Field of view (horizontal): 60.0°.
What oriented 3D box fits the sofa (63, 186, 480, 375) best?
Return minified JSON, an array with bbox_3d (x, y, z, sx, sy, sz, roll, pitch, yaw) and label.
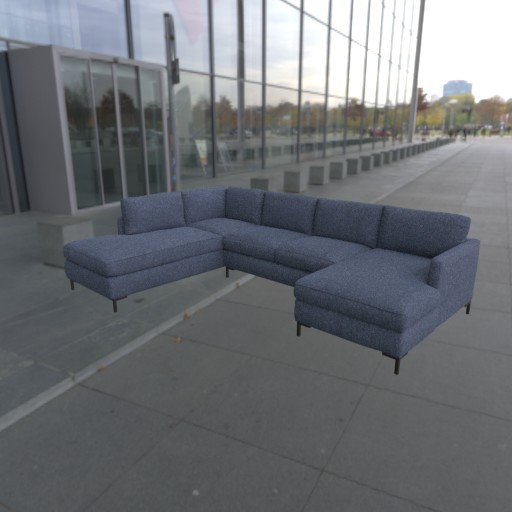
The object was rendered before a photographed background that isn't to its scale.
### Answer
[{"bbox_3d":[0.000,0.000,3.711,2.956,0.813,2.007,15,22,41],"label":"sofa"}]
